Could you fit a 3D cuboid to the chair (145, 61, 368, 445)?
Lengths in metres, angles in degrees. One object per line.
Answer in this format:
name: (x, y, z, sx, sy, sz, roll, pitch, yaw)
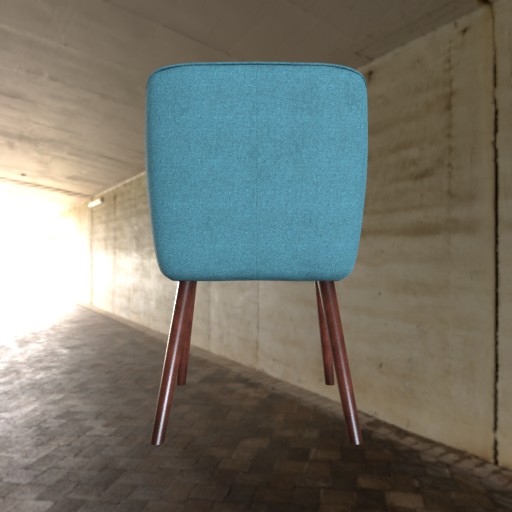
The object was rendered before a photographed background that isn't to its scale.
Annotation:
chair: (0.000, 0.000, 1.160, 0.543, 0.803, 0.519, 0, 0, 0)
